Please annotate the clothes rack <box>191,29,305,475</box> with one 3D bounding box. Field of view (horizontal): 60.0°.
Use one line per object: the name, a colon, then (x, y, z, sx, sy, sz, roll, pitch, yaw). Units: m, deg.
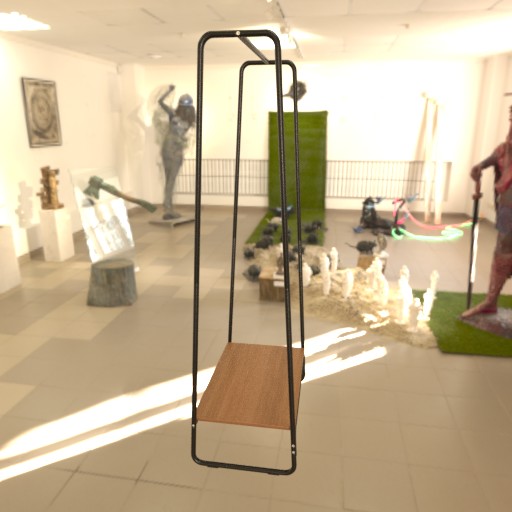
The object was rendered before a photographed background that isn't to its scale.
clothes rack: (0.000, 0.000, 1.745, 0.400, 1.500, 0.640, 3, 17, 9)
